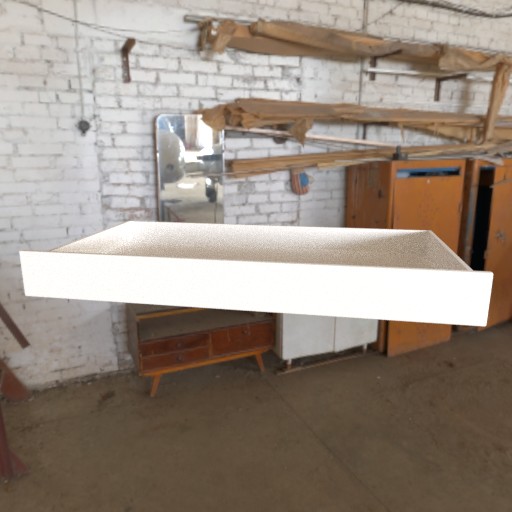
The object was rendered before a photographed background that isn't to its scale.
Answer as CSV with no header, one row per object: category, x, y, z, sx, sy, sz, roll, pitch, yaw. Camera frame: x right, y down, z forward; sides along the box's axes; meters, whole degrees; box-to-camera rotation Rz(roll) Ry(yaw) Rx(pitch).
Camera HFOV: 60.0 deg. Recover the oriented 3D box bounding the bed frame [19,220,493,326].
bed frame,0.000,0.000,1.530,1.300,0.141,0.670,3,15,10
